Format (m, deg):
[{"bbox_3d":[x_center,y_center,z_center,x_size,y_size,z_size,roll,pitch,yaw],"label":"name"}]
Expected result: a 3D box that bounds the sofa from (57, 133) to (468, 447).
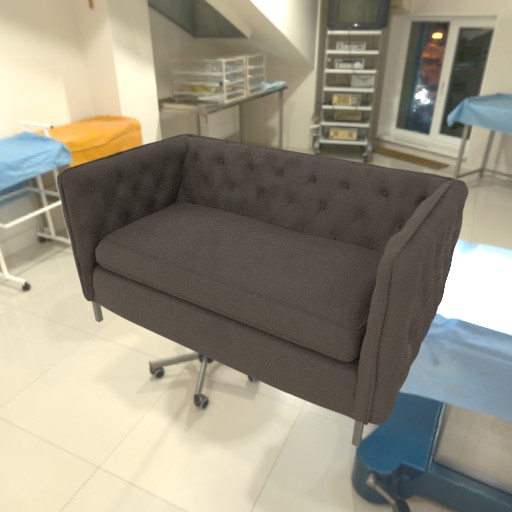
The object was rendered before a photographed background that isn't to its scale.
[{"bbox_3d":[0.000,0.000,2.064,1.583,0.810,0.909,17,33,28],"label":"sofa"}]
